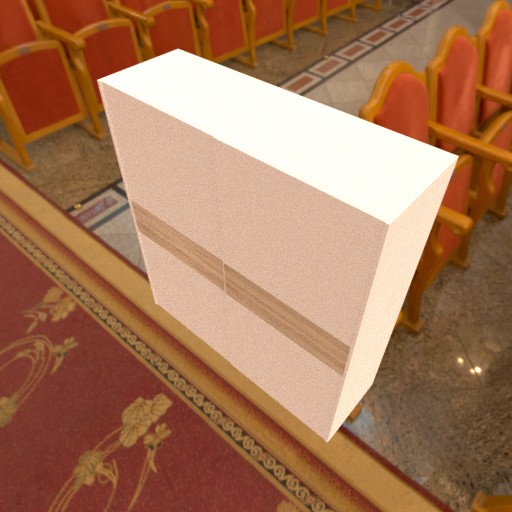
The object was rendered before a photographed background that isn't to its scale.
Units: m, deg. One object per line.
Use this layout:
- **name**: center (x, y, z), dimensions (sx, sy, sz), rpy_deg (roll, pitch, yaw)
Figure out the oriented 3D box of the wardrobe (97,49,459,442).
- **wardrobe**: center (0.000, 0.000, 2.922), dimensions (1.830, 2.020, 0.600), rpy_deg (32, 54, 28)
